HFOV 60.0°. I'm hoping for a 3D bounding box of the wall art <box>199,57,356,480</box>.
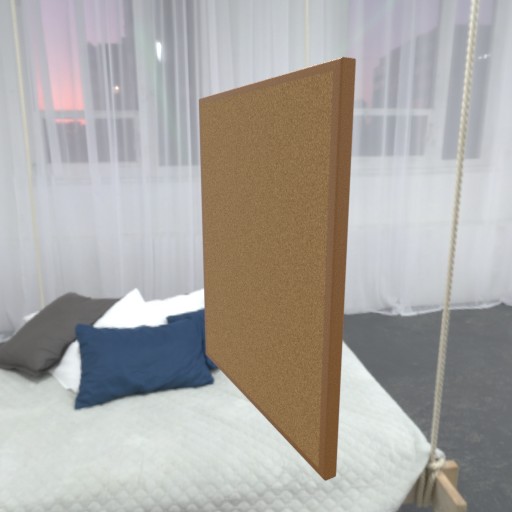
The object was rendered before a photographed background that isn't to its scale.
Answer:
[{"bbox_3d":[0.000,0.000,0.757,0.022,0.553,0.452,-7,15,-27],"label":"wall art"}]
